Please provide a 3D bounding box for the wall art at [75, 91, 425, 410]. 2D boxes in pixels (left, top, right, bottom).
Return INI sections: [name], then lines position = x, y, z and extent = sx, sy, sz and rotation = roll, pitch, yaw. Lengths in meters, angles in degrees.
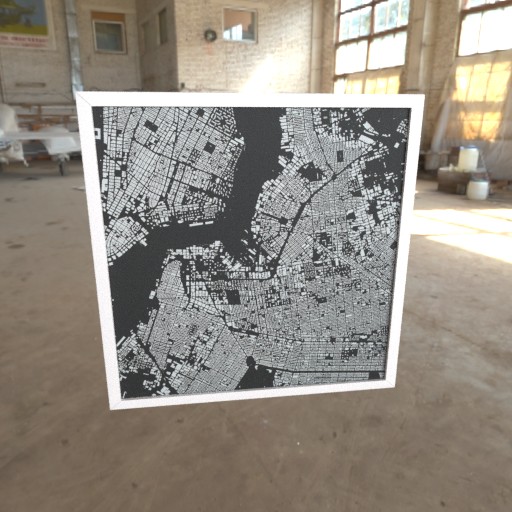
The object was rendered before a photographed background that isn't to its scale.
[wall art]
position = 0.000, 0.000, 0.444
extent = 0.305, 0.305, 0.037
rotation = -2, 17, -7
